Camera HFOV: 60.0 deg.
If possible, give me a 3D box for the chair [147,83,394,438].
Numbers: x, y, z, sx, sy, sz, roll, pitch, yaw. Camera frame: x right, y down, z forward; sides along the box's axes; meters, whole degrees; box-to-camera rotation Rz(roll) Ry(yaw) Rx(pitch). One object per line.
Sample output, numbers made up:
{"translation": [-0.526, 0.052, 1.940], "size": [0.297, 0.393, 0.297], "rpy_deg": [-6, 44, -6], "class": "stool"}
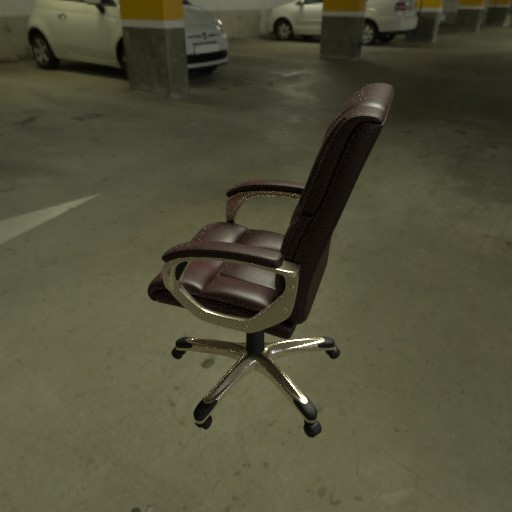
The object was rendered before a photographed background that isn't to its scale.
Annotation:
{"translation": [0.000, 0.000, 1.513], "size": [0.739, 1.107, 0.662], "rpy_deg": [9, 31, 16], "class": "chair"}
